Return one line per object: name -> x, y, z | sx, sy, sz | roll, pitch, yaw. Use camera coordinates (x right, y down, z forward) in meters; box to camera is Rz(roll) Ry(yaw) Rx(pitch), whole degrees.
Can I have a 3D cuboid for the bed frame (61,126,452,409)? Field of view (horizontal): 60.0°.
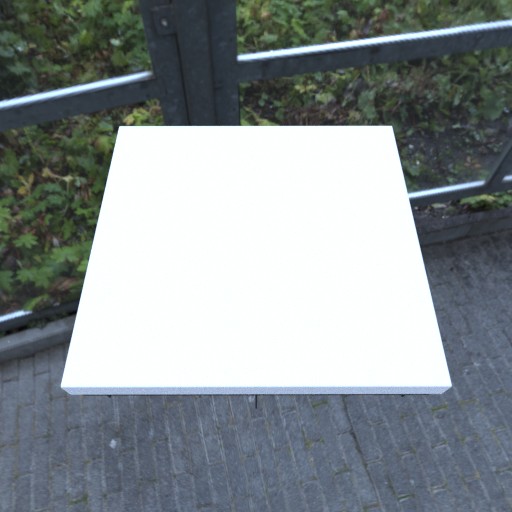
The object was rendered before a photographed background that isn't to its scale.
bed frame -> 0.000, 0.000, 3.035 | 2.032, 0.559, 1.930 | 0, 59, 0
